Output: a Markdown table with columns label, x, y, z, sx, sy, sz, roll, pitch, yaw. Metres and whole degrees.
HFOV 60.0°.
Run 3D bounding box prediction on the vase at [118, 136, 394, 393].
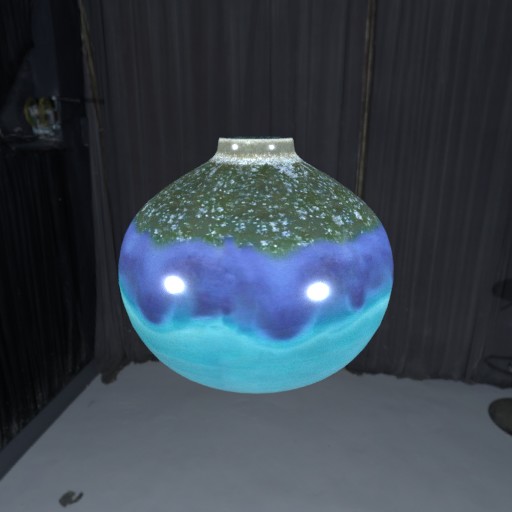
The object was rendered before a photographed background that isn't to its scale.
| label | x | y | z | sx | sy | sz | roll | pitch | yaw |
| --- | --- | --- | --- | --- | --- | --- | --- | --- | --- |
| vase | 0.000 | 0.000 | 0.257 | 0.154 | 0.133 | 0.154 | 0 | 17 | 0 |
